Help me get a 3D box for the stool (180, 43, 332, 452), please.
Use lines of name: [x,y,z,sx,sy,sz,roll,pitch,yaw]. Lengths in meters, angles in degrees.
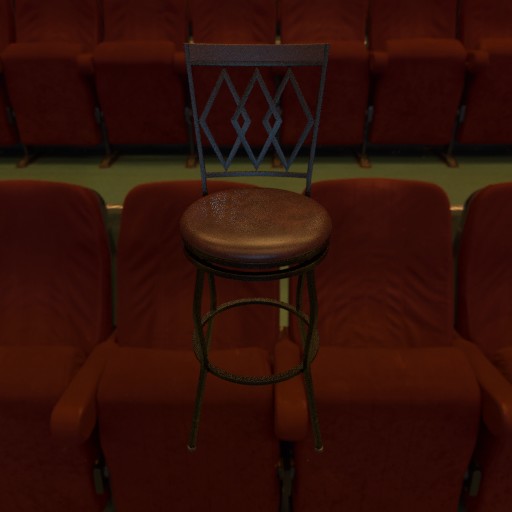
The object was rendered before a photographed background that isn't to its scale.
stool: [0.000,0.000,1.345,0.432,1.134,0.521,0,30,0]
